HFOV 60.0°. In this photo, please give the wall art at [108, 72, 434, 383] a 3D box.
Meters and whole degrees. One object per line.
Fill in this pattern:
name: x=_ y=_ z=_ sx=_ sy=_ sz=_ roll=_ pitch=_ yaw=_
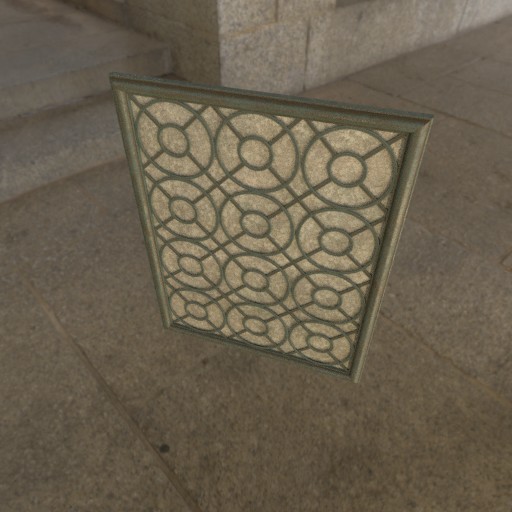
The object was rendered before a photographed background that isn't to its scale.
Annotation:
wall art: x=0.000 y=0.000 z=1.326 sx=0.767 sy=0.983 sz=0.030 roll=13 pitch=43 yaw=14
